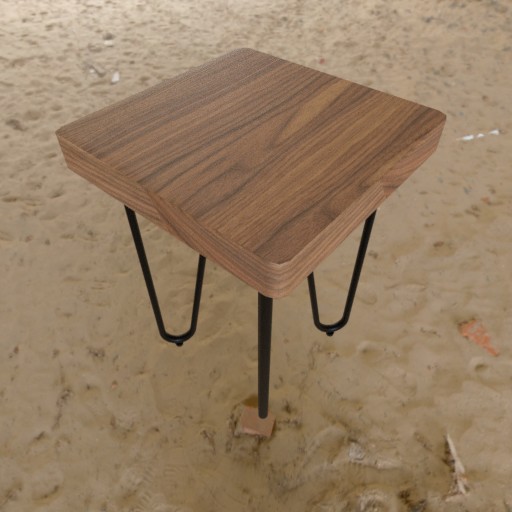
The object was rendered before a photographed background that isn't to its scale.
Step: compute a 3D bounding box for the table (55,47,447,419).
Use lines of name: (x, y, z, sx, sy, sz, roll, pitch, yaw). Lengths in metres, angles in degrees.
table: (0.000, 0.000, 0.973, 0.479, 0.641, 0.480, 31, 53, 27)
